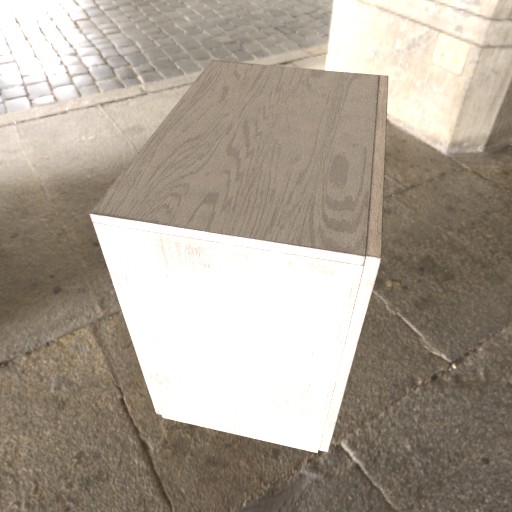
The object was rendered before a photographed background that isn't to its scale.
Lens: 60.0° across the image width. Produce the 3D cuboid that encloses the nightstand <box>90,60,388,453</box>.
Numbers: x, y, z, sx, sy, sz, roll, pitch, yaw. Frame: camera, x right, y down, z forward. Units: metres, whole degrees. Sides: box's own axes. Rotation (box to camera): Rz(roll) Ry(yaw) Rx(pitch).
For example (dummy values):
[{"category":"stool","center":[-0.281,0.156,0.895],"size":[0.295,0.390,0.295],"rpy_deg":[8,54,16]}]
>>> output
[{"category":"nightstand","center":[0.000,0.000,1.070],"size":[0.483,0.673,0.612],"rpy_deg":[9,45,9]}]
